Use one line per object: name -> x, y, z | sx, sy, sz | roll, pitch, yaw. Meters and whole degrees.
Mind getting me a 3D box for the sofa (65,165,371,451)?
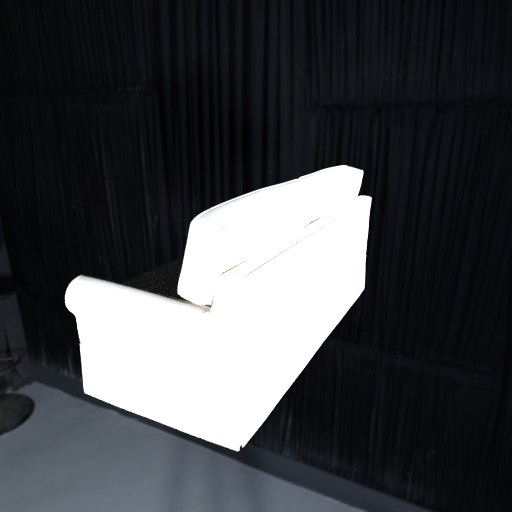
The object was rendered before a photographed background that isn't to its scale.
sofa -> 0.000, 0.000, 2.573 | 0.862, 0.937, 2.021 | 9, 19, 26
